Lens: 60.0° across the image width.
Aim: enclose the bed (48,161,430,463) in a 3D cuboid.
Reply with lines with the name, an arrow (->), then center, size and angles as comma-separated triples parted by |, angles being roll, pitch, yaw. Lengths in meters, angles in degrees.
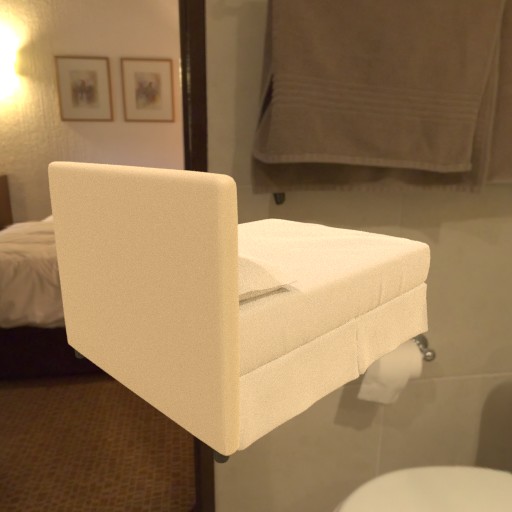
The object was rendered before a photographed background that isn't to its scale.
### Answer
bed -> 0.000, 0.000, 3.118 | 1.714, 1.330, 2.147 | 14, 20, 43
